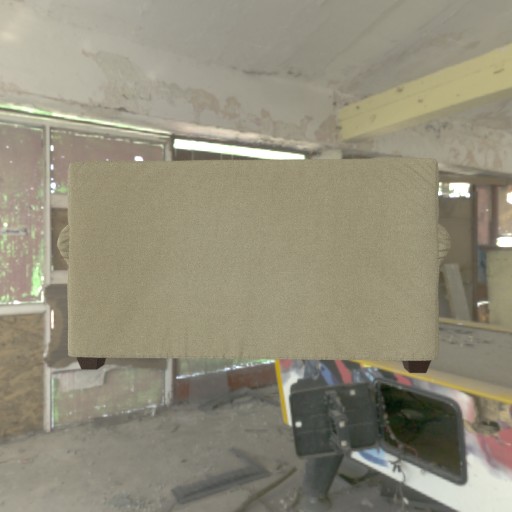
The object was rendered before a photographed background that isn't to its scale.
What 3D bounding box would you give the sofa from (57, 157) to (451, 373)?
[{"bbox_3d":[0.000,0.000,2.213,1.550,0.905,1.070,0,0,2],"label":"sofa"}]
